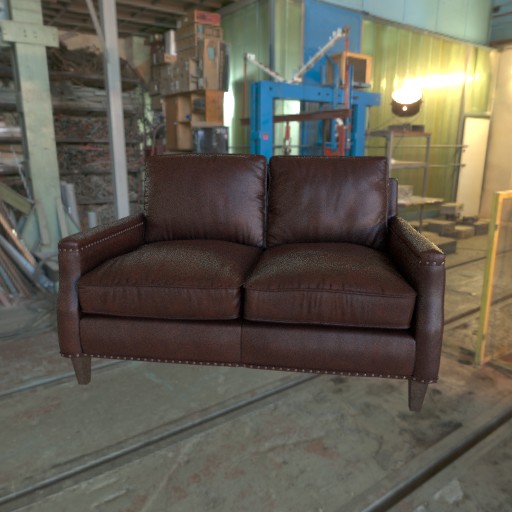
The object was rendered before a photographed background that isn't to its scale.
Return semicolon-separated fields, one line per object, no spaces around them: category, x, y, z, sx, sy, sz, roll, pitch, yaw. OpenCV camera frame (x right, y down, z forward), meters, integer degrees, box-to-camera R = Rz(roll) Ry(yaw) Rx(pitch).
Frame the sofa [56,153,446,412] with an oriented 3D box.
sofa;0.000;0.000;2.244;1.628;1.003;1.083;2;14;8
